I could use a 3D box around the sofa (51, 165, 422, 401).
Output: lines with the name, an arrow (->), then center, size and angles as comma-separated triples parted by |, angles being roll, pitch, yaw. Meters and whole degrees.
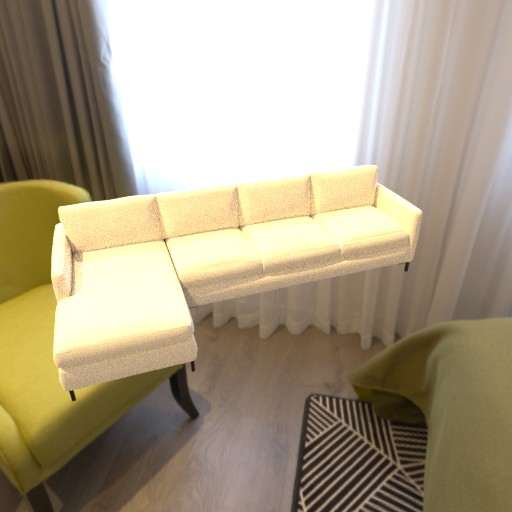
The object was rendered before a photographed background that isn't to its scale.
sofa -> 0.000, 0.000, 3.750 | 3.186, 0.875, 1.467 | -11, 33, -17
